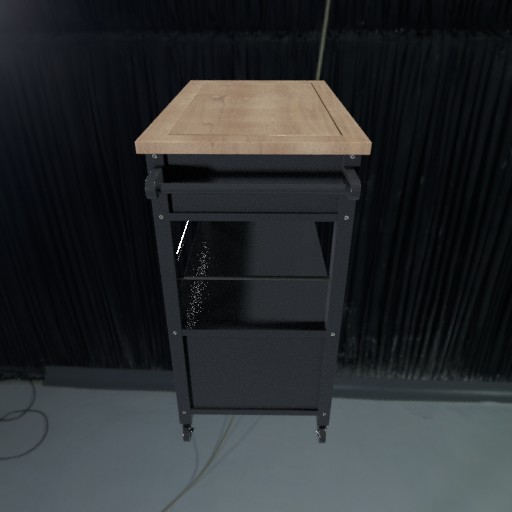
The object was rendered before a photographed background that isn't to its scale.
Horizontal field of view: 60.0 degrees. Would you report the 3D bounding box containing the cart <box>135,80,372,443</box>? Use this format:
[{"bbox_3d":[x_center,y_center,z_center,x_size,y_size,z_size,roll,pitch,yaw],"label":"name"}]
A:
[{"bbox_3d":[0.000,0.000,1.375,0.459,0.901,0.840,0,30,1],"label":"cart"}]
